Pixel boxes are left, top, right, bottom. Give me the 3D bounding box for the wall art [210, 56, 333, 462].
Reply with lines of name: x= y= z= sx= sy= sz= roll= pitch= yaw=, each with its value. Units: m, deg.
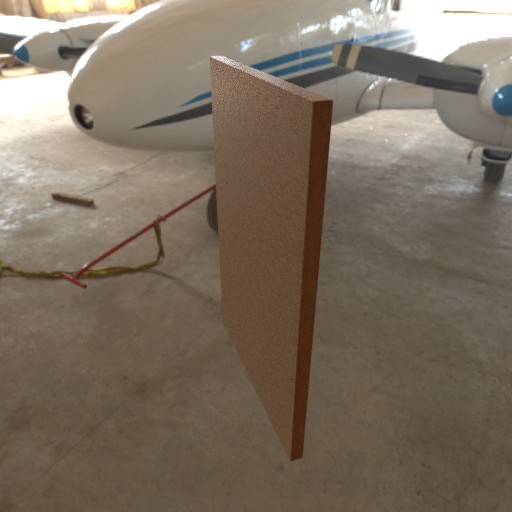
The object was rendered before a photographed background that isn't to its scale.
wall art: x=0.000 y=0.000 z=1.184 sx=0.037 sy=0.914 sz=0.610 roll=-11 pitch=32 yaw=-18
